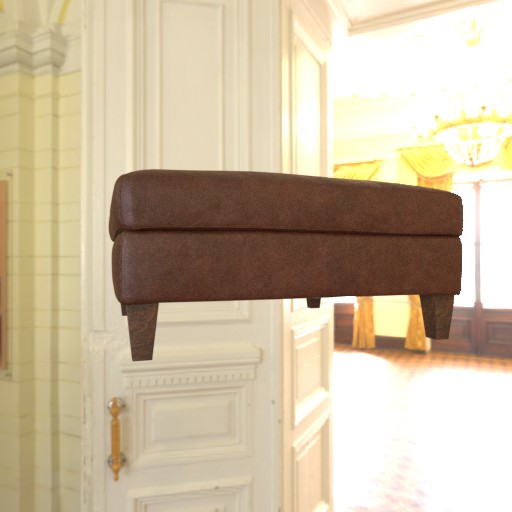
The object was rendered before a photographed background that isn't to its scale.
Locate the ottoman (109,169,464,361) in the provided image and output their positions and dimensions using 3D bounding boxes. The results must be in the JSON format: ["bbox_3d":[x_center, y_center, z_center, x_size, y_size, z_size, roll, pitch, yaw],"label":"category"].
[{"bbox_3d":[0.000,0.000,1.337,0.844,0.415,0.836,0,0,-18],"label":"ottoman"}]
